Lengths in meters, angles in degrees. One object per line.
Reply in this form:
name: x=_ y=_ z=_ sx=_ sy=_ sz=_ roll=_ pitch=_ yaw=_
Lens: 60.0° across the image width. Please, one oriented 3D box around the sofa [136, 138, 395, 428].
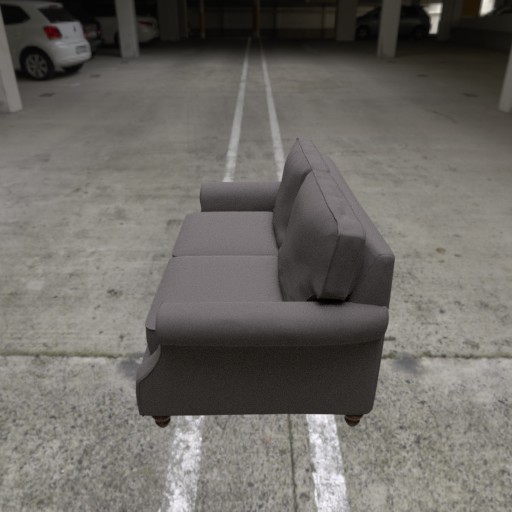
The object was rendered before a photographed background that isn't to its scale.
sofa: x=0.000 y=0.000 z=2.300 sx=0.964 sy=0.937 sz=1.665 roll=0 pitch=26 yaw=0
